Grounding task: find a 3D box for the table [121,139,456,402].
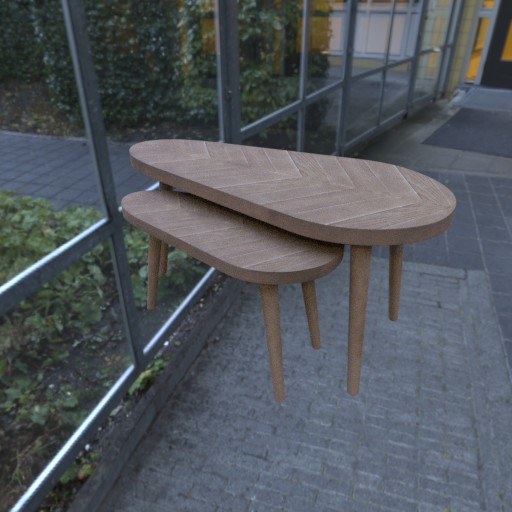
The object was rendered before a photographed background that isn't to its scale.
[{"bbox_3d":[0.000,0.000,1.580,1.190,0.595,0.701,17,35,27],"label":"table"}]
